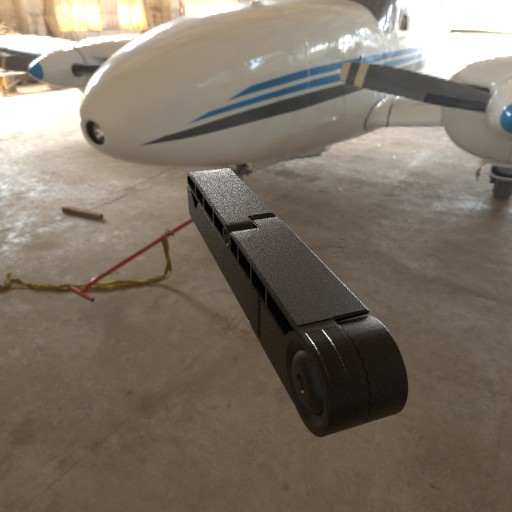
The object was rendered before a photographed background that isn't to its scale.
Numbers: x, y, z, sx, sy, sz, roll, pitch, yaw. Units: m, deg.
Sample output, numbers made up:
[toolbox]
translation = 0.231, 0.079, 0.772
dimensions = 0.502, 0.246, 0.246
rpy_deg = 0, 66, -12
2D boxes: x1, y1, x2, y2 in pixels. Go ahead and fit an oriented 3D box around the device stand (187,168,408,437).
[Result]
[device stand]
translation = 0.000, 0.000, 0.191
dimensions = 0.026, 0.030, 0.179
rpy_deg = -10, 30, -17
